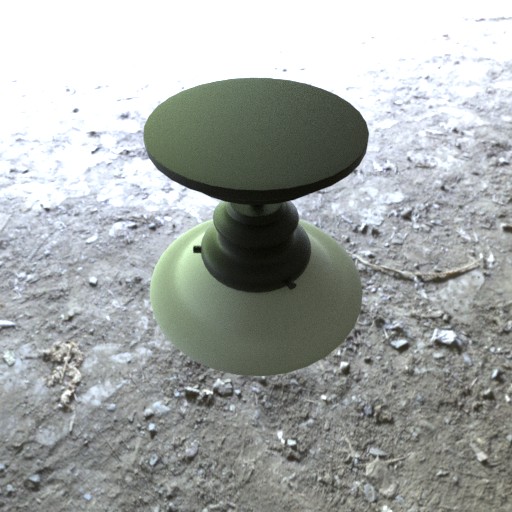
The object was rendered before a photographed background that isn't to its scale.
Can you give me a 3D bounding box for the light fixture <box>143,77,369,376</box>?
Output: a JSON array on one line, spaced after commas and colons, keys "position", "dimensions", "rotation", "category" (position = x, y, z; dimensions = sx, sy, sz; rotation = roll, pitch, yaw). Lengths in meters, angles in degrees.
[{"position": [0.000, 0.000, 0.391], "dimensions": [0.197, 0.254, 0.197], "rotation": [0, 45, 0], "category": "light fixture"}]
